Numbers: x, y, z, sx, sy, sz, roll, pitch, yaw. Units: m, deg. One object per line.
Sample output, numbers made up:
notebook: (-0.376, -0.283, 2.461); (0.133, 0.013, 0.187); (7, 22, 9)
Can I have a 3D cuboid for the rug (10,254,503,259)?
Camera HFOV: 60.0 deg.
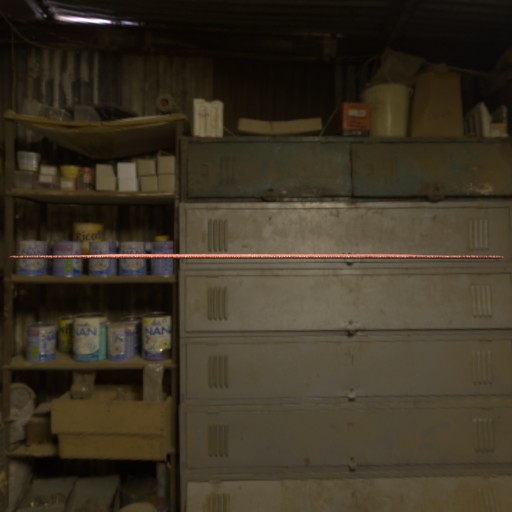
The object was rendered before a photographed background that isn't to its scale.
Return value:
rug: (0.000, 0.000, 2.132); (1.747, 0.011, 1.139); (0, 1, 0)
